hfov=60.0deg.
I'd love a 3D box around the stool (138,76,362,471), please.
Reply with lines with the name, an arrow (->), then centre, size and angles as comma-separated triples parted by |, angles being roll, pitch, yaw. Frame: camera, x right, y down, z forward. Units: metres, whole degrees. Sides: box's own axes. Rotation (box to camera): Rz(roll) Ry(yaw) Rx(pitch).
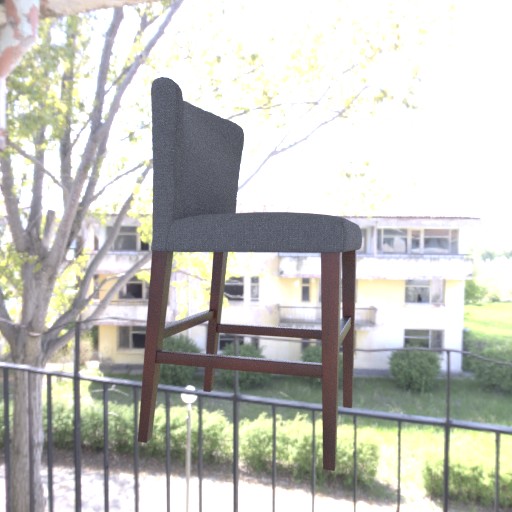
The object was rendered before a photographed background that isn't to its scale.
stool -> 0.000, 0.000, 1.282 | 0.568, 0.968, 0.479 | 1, 2, 18
